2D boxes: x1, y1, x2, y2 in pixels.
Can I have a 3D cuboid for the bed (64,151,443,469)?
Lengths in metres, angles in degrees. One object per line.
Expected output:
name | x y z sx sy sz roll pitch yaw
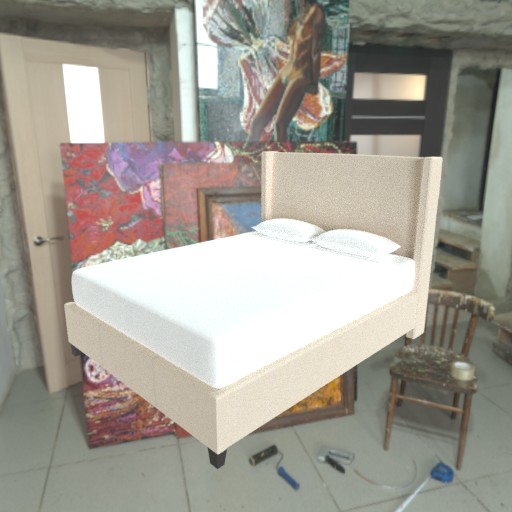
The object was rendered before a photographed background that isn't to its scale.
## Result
bed | 0.000 0.000 3.407 1.778 1.471 2.293 15 21 43
